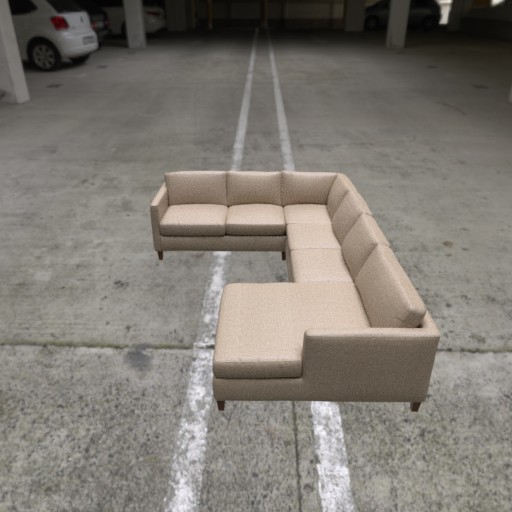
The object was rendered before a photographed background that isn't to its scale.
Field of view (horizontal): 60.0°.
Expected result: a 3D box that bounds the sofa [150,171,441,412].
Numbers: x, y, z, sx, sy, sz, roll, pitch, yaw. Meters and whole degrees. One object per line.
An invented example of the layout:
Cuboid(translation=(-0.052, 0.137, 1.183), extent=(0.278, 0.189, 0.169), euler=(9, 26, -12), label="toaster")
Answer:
Cuboid(translation=(0.000, 0.000, 4.650), extent=(2.594, 0.961, 3.460), euler=(0, 27, 0), label="sofa")
